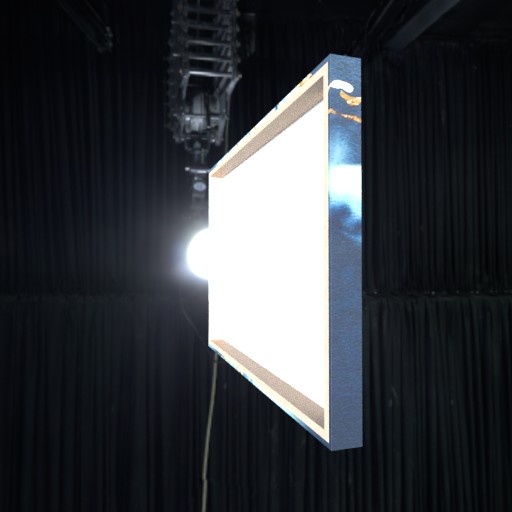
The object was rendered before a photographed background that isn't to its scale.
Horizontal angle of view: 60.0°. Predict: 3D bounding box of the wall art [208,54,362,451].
[{"bbox_3d":[0.000,0.000,0.746,0.036,0.405,0.607,0,-1,-18],"label":"wall art"}]
